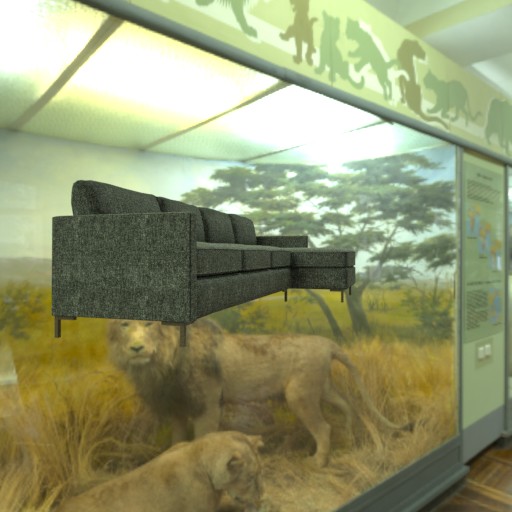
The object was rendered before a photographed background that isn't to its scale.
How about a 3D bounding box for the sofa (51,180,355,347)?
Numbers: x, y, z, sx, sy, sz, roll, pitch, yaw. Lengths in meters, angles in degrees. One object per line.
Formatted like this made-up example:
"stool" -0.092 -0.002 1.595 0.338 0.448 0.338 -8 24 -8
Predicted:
"sofa" 0.000 0.000 4.029 1.488 0.970 3.384 0 0 18
